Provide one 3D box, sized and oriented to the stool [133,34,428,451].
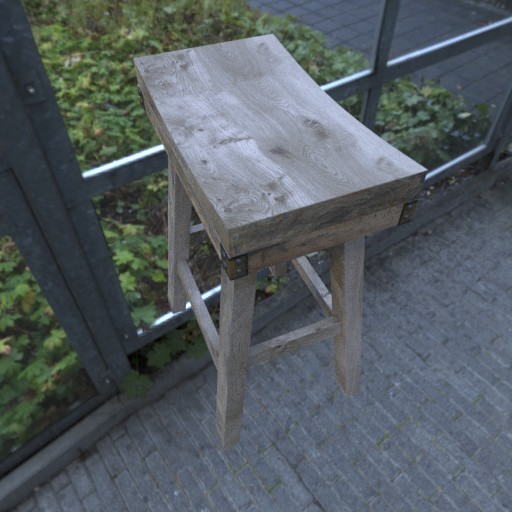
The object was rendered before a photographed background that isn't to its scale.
[{"bbox_3d":[0.000,0.000,0.862,0.330,0.635,0.450,-18,50,-15],"label":"stool"}]
